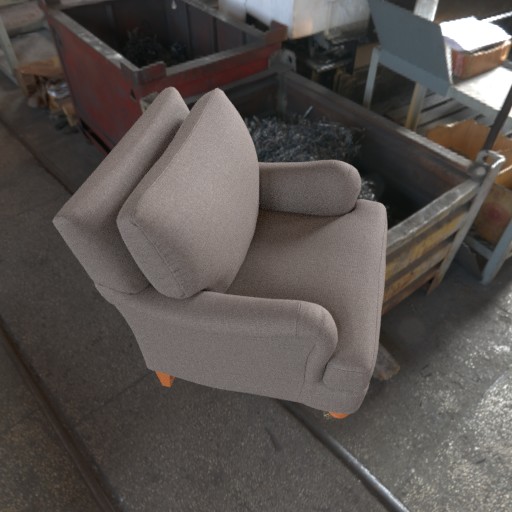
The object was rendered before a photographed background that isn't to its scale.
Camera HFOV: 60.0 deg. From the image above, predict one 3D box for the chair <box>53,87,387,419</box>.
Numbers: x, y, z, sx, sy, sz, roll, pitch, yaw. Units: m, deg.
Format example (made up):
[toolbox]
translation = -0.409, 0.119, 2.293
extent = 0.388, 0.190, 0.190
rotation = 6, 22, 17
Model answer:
[chair]
translation = 0.000, 0.000, 1.859
extent = 1.070, 1.038, 0.955
rotation = 11, 48, 10
